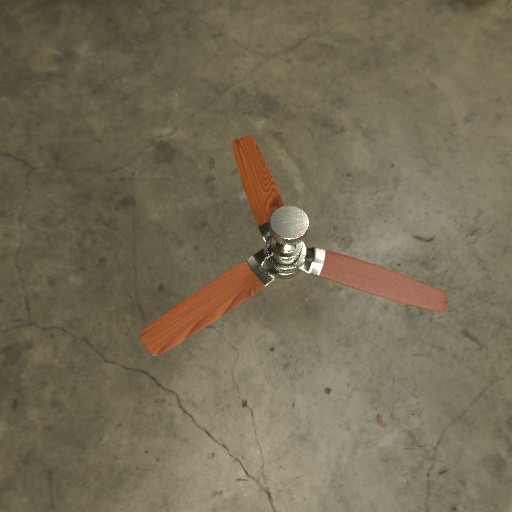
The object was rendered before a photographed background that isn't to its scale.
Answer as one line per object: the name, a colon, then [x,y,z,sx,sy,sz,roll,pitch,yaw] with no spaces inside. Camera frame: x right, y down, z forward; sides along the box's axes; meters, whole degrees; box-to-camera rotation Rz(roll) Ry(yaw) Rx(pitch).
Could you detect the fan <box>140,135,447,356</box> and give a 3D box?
fan: [0.000,0.000,2.077,1.271,0.410,1.416,-33,67,-16]
